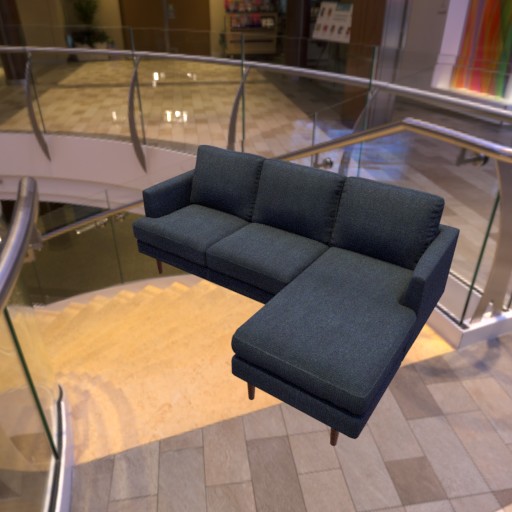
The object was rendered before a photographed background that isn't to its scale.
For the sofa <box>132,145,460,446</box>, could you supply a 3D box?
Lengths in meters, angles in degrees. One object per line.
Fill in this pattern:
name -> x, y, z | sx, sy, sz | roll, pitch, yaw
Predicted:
sofa -> 0.000, 0.000, 3.030 | 2.233, 0.956, 1.504 | 20, 36, 30
